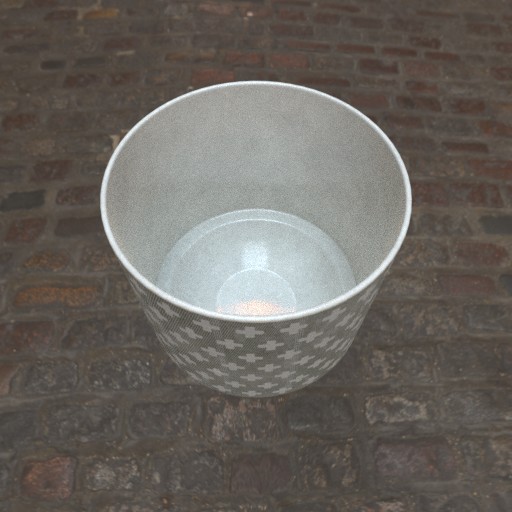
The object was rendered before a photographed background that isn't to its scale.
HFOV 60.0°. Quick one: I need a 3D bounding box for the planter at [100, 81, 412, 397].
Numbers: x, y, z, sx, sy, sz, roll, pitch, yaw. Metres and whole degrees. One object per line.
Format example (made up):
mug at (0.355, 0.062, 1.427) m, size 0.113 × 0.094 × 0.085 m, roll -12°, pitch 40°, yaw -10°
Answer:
planter at (0.000, 0.000, 0.462) m, size 0.250 × 0.239 × 0.250 m, roll 0°, pitch 58°, yaw 0°
